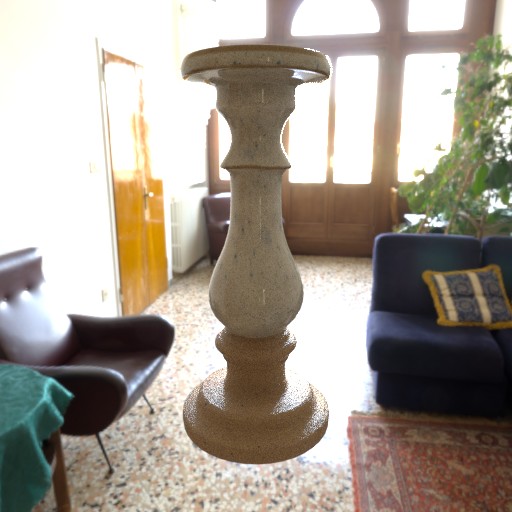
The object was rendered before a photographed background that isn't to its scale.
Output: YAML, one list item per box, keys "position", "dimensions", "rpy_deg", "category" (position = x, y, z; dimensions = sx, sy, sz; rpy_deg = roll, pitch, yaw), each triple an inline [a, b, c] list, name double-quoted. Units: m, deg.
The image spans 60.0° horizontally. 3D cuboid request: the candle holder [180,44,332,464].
- position: [0.000, 0.000, 0.247]
  dimensions: [0.088, 0.203, 0.088]
  rpy_deg: [0, 13, 0]
  category: "candle holder"
